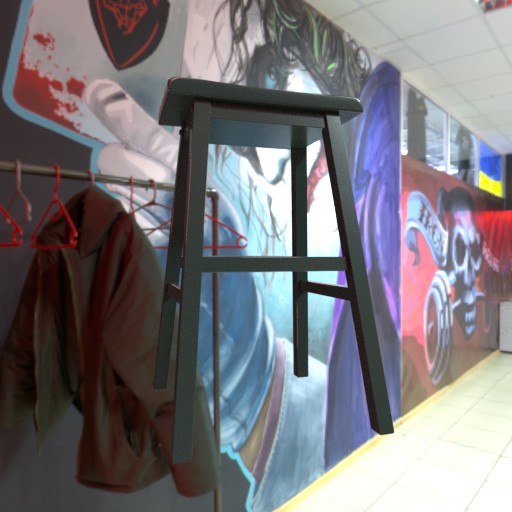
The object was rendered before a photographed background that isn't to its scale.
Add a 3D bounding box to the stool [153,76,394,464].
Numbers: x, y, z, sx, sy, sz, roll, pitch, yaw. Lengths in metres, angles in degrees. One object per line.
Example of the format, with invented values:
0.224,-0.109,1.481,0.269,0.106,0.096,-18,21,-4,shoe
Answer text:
0.000,0.000,1.080,0.457,0.737,0.476,0,0,-17,stool
